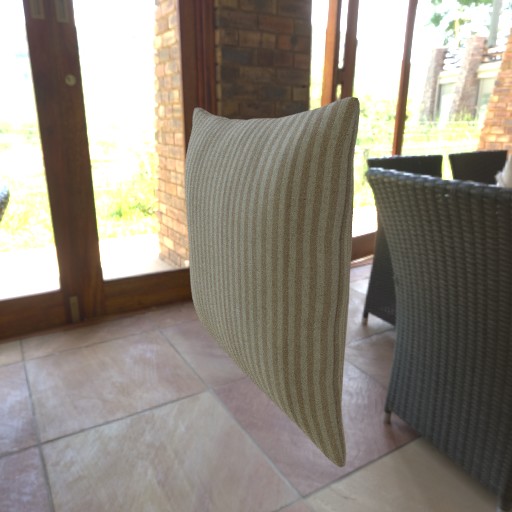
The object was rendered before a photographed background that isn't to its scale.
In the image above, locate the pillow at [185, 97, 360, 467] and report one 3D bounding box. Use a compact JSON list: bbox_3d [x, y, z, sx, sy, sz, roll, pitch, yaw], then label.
[{"bbox_3d":[0.000,0.000,0.783,0.166,0.510,0.523,-9,19,-26],"label":"pillow"}]
